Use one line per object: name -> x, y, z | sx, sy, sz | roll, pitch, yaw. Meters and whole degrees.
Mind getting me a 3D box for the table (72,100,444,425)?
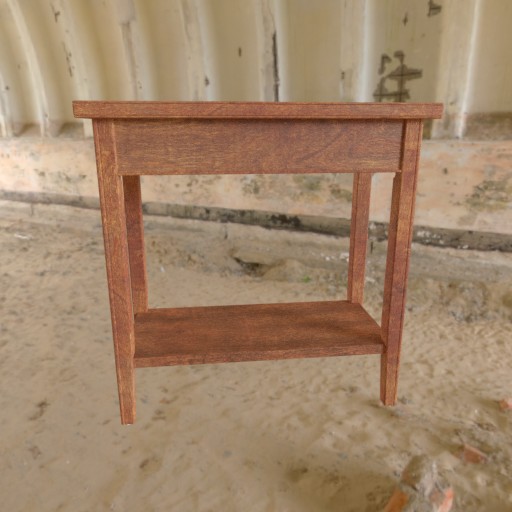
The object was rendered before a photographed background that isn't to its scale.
table -> 0.000, 0.000, 0.949 | 0.610, 0.610, 0.305 | -2, 16, -6
